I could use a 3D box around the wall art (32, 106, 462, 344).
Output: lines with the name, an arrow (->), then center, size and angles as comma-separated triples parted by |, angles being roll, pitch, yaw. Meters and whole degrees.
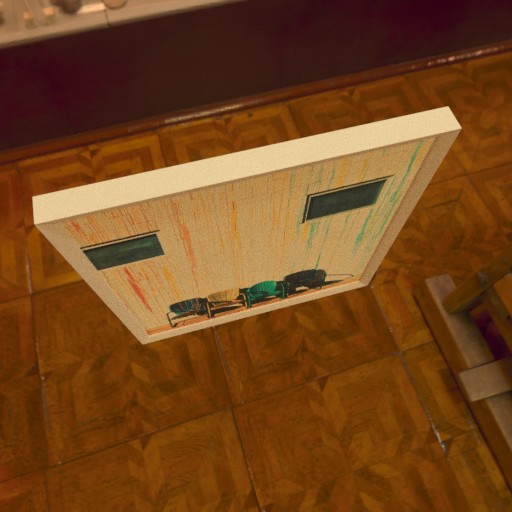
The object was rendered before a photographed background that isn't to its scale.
wall art -> 0.000, 0.000, 0.744 | 0.508, 0.508, 0.037 | -14, 65, -7
